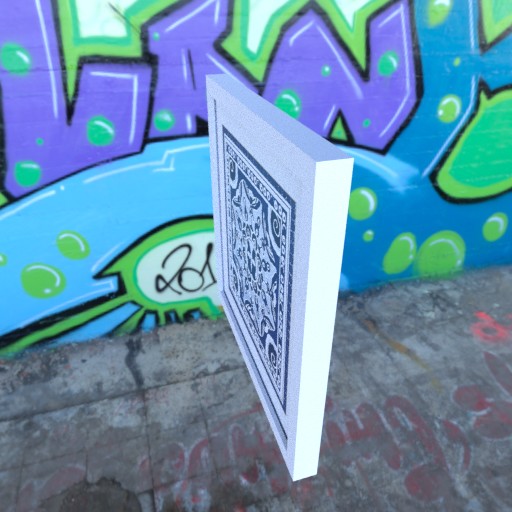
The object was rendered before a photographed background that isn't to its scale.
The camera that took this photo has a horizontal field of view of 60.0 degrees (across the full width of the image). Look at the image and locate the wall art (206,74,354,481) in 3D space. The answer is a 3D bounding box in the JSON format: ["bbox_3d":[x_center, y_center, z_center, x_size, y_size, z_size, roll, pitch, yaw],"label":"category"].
[{"bbox_3d":[0.000,0.000,0.531,0.027,0.355,0.355,-9,32,-15],"label":"wall art"}]
